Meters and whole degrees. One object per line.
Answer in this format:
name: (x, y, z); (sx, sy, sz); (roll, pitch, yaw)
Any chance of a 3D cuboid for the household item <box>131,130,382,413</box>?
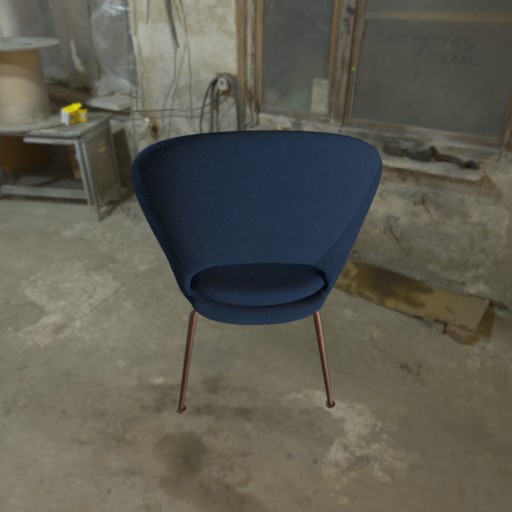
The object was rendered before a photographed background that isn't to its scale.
household item: (0.000, 0.000, 1.261); (0.623, 0.852, 0.573); (-1, 31, -2)
